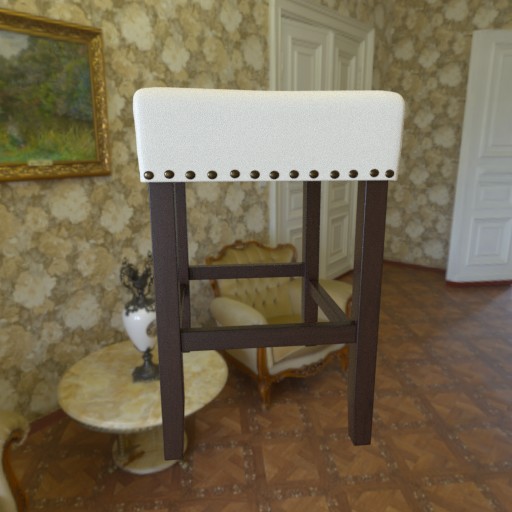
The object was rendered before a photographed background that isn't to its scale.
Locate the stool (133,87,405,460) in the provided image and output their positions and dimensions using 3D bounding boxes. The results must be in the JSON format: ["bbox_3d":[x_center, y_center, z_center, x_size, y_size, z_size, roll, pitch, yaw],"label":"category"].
[{"bbox_3d":[0.000,0.000,0.922,0.401,0.609,0.471,-2,14,-6],"label":"stool"}]
